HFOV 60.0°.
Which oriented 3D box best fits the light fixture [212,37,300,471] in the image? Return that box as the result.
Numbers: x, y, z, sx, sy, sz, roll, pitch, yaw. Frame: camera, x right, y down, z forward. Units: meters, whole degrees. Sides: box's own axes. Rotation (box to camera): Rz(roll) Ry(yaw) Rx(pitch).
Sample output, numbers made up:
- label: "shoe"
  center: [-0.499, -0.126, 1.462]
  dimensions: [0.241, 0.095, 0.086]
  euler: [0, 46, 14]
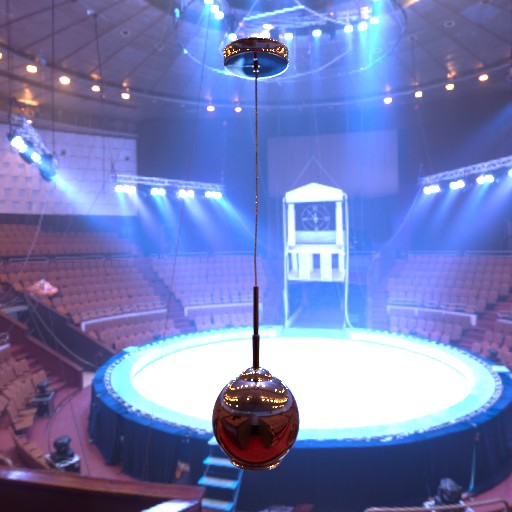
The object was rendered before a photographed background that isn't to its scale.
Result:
- label: "light fixture"
  center: [0.000, 0.000, 1.683]
  dimensions: [0.336, 1.538, 0.336]
  euler: [0, 0, 1]
